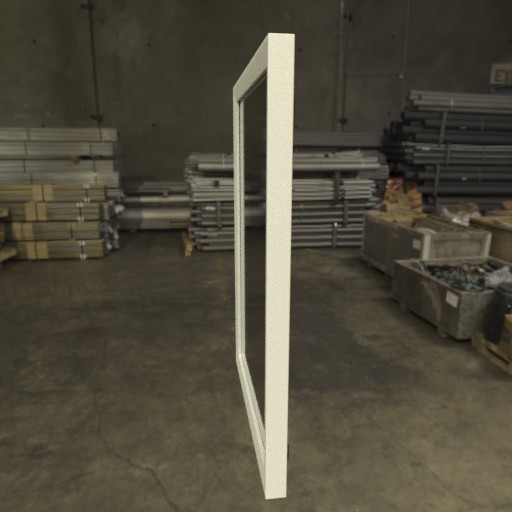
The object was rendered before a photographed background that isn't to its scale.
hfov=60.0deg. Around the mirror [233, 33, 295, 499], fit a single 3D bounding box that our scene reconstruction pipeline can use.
[{"bbox_3d":[0.000,0.000,0.901,0.040,0.710,0.507,-2,13,-8],"label":"mirror"}]
